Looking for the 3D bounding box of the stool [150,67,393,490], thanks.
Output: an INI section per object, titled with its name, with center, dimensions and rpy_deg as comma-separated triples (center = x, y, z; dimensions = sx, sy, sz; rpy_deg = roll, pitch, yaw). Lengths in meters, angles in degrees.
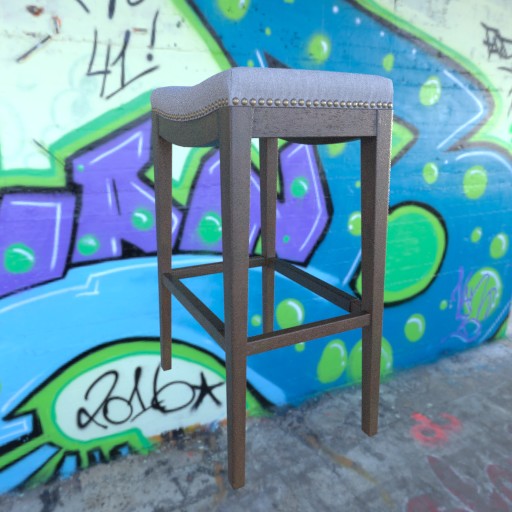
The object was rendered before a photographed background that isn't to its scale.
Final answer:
[stool]
center = 0.000, 0.000, 1.032
dimensions = 0.356, 0.762, 0.508
rpy_deg = -8, 18, -26
